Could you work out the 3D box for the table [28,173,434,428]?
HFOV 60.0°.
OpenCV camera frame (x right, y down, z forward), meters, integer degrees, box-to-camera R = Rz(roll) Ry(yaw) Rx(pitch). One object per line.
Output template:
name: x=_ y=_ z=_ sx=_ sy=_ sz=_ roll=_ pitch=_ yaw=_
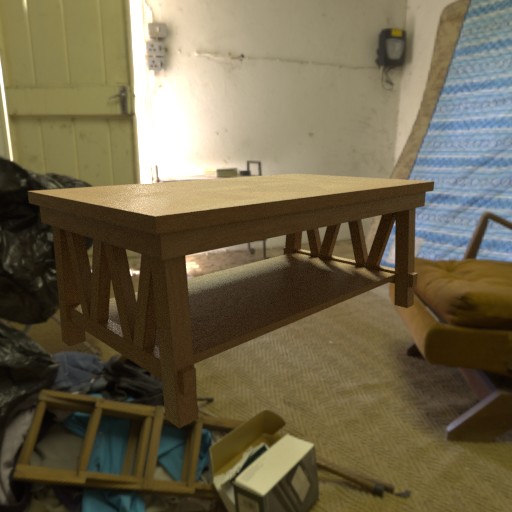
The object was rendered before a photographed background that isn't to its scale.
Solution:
table: x=0.000 y=0.000 z=1.611 sx=1.270 sy=0.507 sz=0.711 roll=-13 pitch=19 yaw=-43
